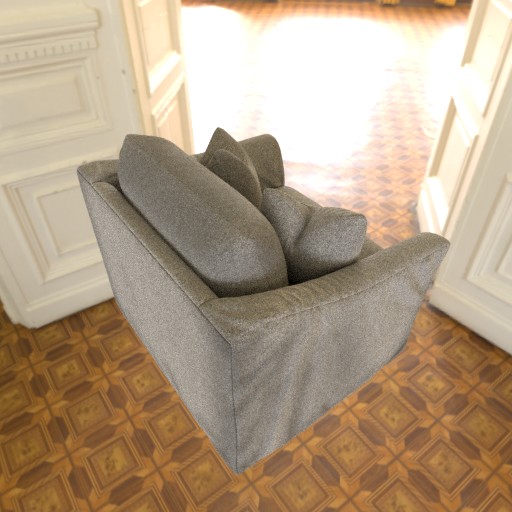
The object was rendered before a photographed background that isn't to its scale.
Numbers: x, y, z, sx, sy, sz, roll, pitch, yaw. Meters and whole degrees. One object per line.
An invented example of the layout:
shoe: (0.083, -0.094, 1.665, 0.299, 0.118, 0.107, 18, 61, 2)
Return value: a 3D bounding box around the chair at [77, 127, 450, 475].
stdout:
chair: (0.000, 0.000, 1.996, 1.071, 1.059, 1.194, -26, 48, -27)
